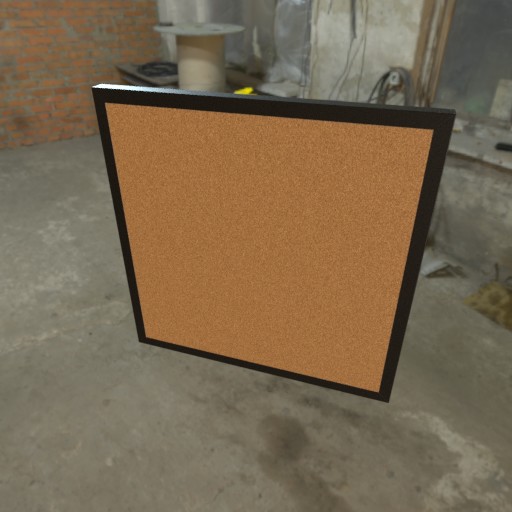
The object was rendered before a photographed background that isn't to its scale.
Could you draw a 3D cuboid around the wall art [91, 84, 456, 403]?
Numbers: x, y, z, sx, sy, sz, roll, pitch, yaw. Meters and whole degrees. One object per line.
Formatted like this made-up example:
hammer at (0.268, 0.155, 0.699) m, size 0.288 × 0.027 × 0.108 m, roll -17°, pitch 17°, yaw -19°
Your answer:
wall art at (0.000, 0.000, 1.109) m, size 0.765 × 0.765 × 0.038 m, roll 10°, pitch 33°, yaw 15°
